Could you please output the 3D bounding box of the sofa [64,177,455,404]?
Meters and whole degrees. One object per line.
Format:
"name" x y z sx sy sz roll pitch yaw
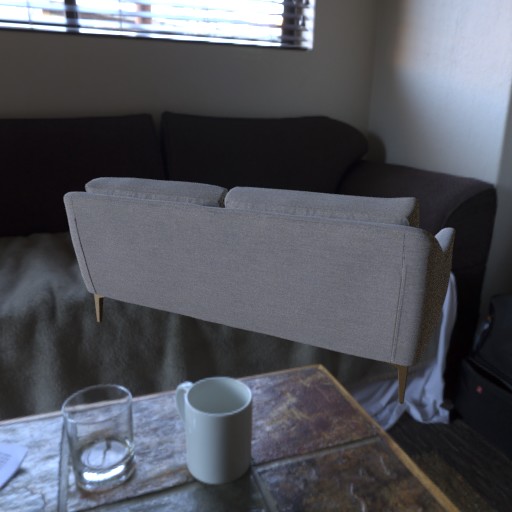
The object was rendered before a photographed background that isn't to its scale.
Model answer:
"sofa" 0.000 0.000 2.536 2.036 0.913 0.980 9 20 25
